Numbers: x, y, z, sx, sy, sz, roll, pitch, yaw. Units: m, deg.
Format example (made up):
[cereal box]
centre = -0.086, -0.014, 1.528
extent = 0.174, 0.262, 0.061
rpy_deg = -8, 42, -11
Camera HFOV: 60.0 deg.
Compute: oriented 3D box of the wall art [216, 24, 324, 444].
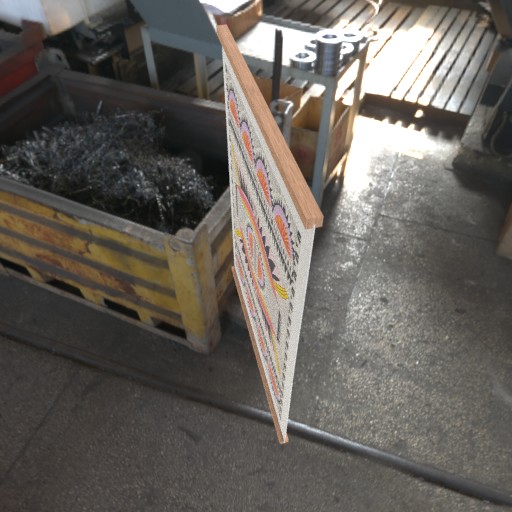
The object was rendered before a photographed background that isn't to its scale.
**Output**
[wall art]
centre = 0.000, 0.000, 1.313
extent = 0.028, 1.016, 0.765
rpy_deg = -11, 50, -9
